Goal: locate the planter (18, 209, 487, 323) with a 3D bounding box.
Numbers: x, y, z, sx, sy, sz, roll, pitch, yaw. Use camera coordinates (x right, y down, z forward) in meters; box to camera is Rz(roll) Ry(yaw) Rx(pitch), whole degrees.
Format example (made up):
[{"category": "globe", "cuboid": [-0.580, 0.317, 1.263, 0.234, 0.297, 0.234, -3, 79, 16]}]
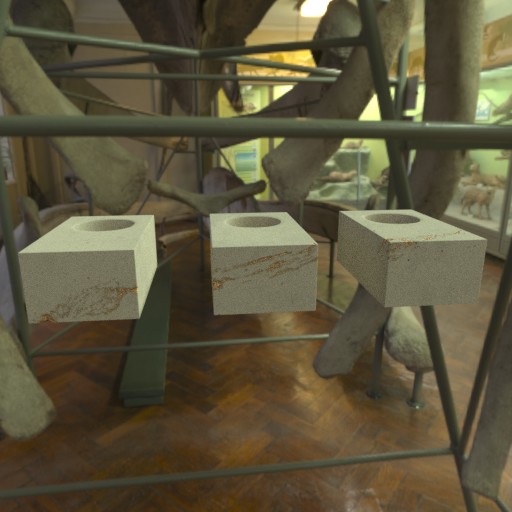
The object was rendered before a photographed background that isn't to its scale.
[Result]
[{"category": "planter", "cuboid": [0.000, 0.000, 0.380, 0.333, 0.051, 0.127, -2, 16, -6]}]
